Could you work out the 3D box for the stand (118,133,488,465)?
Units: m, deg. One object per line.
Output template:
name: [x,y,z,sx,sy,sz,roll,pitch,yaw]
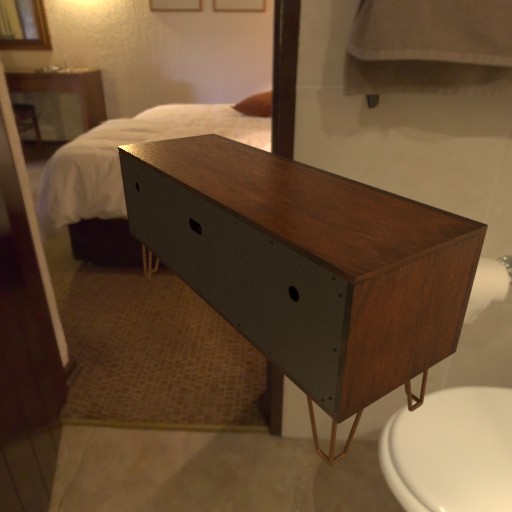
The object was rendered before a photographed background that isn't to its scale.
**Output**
stand: [0.000,0.000,1.631,0.481,0.610,1.372,-17,31,-31]
